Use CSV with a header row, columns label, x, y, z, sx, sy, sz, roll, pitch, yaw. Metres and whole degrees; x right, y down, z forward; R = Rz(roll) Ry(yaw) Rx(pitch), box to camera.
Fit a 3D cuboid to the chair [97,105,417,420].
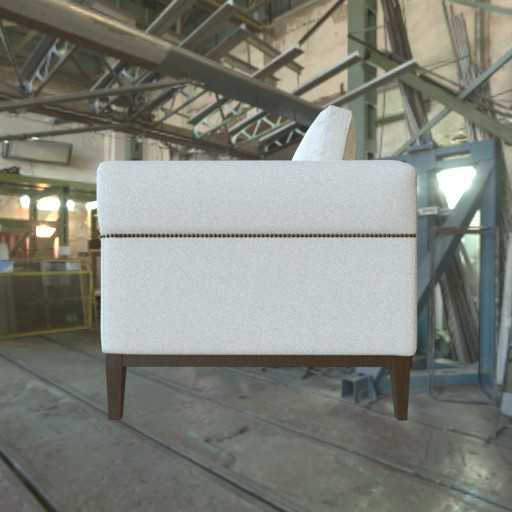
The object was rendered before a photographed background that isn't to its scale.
label,x,y,z,sx,sy,sz,roll,pitch,yaw
chair,0.000,0.000,1.680,0.896,0.915,0.982,0,0,0
